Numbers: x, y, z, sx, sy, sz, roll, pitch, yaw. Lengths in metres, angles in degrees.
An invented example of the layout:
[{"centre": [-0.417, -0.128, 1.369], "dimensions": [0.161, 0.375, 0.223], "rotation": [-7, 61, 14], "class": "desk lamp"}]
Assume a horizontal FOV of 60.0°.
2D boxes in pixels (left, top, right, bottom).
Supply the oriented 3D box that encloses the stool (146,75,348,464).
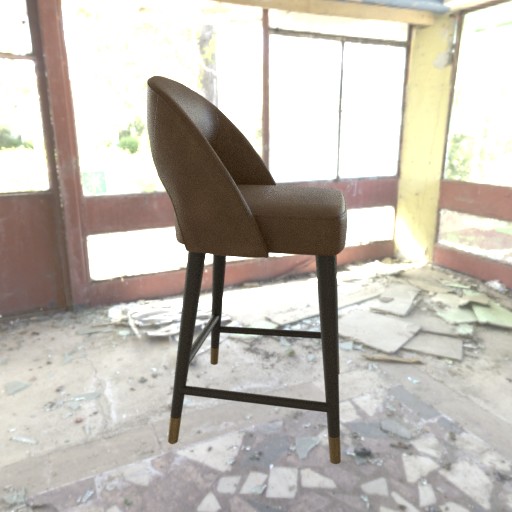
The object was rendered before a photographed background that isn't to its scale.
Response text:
[{"centre": [0.000, 0.000, 1.237], "dimensions": [0.509, 0.940, 0.494], "rotation": [3, 16, 10], "class": "stool"}]
